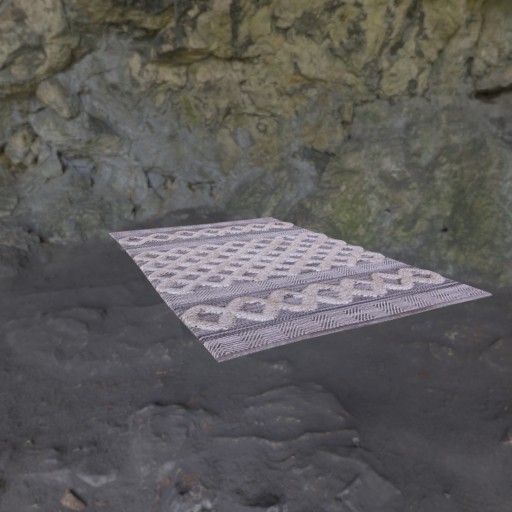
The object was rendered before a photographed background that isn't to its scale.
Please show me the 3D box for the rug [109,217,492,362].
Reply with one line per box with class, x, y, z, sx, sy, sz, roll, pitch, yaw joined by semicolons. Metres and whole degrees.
rug;0.000;0.000;2.923;1.513;0.033;2.333;-8;18;-26
